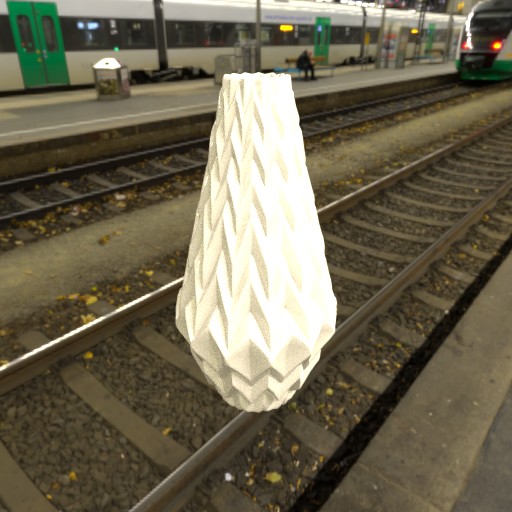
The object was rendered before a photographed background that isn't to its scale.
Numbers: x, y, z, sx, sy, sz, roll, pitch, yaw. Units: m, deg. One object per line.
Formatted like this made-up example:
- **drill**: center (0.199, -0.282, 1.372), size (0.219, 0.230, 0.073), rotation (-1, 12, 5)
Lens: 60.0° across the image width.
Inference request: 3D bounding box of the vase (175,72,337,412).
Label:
- **vase**: center (0.000, 0.000, 0.433), size (0.167, 0.328, 0.167), rotation (0, 26, 0)
